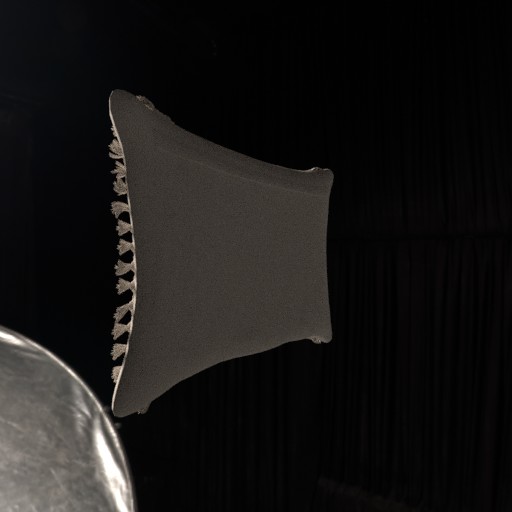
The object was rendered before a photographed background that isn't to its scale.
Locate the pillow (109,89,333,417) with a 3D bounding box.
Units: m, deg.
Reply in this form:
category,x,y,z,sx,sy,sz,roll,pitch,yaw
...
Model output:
category,x,y,z,sx,sy,sz,roll,pitch,yaw
pillow,0.000,0.000,0.587,0.084,0.305,0.466,0,0,34
